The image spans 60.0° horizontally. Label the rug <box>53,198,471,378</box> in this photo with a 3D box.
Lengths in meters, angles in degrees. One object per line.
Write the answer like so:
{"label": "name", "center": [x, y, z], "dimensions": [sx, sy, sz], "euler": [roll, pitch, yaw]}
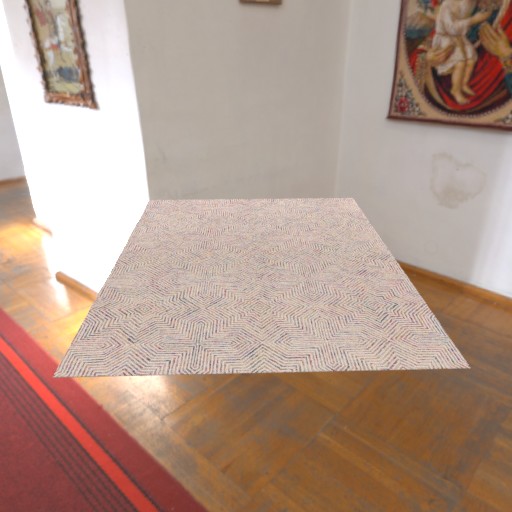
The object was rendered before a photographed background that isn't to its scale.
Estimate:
{"label": "rug", "center": [0.000, 0.000, 3.944], "dimensions": [2.442, 0.008, 3.046], "euler": [-1, 27, -2]}
